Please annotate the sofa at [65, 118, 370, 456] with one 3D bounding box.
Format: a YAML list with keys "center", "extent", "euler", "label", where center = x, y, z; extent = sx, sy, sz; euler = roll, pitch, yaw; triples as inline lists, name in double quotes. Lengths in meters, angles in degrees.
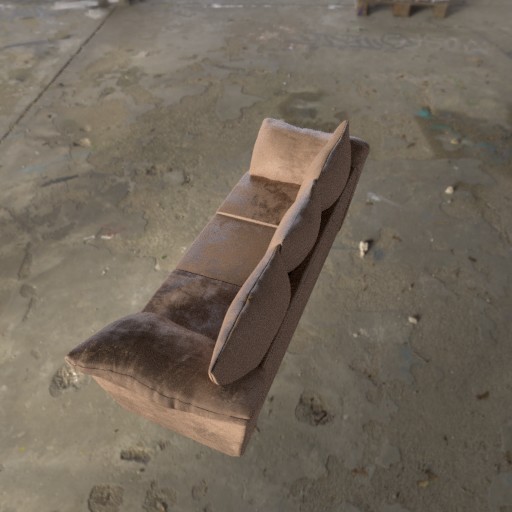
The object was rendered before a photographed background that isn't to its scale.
- center: [0.000, 0.000, 2.794]
  extent: [0.893, 0.981, 2.377]
  euler: [17, 47, 16]
  label: "sofa"
